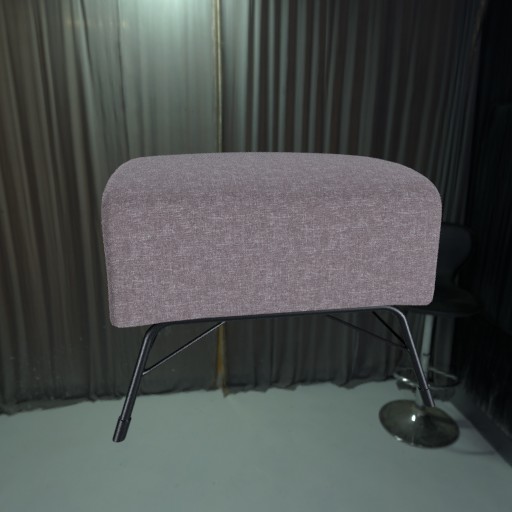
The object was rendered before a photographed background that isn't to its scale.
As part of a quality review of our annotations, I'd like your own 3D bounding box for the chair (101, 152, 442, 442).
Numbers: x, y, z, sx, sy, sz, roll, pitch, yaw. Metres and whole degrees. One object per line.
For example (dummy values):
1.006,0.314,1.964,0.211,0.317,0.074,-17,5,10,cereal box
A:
0.000,0.000,0.902,0.530,0.410,0.530,-3,16,-10,chair
